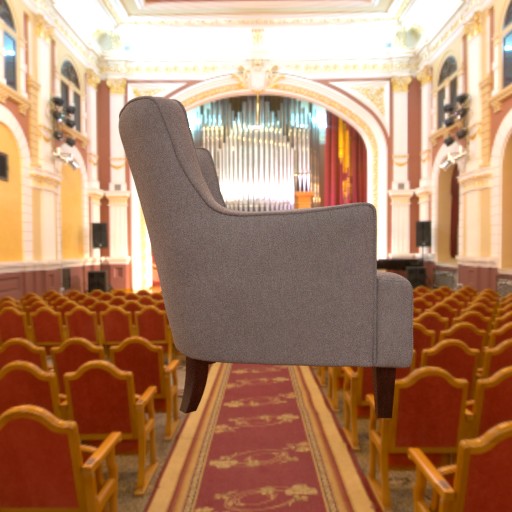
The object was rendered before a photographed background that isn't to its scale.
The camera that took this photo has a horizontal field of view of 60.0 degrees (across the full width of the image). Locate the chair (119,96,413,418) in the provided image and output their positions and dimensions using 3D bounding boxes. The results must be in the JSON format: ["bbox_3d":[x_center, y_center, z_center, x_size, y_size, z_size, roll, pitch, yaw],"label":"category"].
[{"bbox_3d":[0.000,0.000,1.594,0.910,0.919,0.781,0,1,1],"label":"chair"}]
